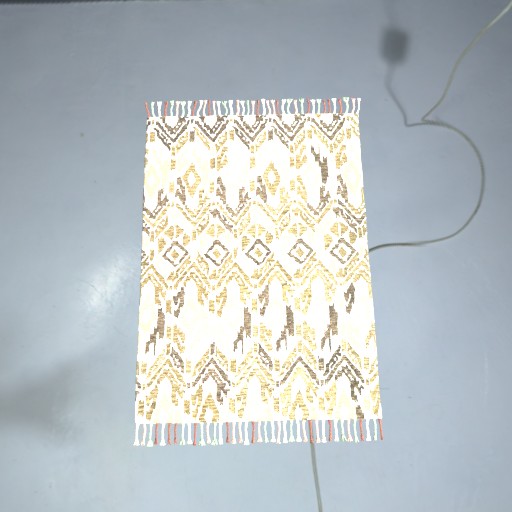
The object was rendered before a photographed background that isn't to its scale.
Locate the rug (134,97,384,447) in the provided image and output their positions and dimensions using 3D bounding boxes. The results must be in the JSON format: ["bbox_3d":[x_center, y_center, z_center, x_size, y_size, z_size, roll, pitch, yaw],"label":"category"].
[{"bbox_3d":[0.000,0.000,2.301,1.219,0.008,1.829,-1,77,0],"label":"rug"}]
